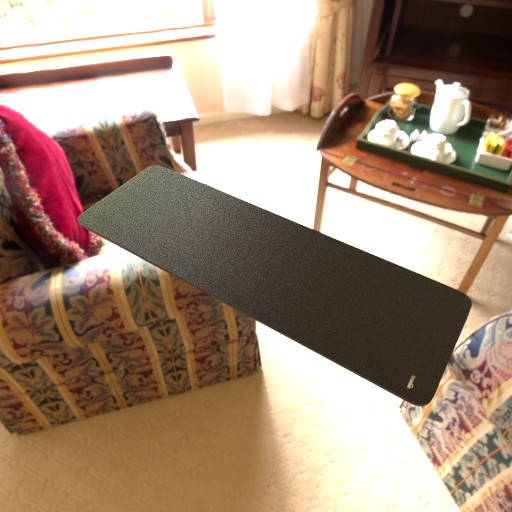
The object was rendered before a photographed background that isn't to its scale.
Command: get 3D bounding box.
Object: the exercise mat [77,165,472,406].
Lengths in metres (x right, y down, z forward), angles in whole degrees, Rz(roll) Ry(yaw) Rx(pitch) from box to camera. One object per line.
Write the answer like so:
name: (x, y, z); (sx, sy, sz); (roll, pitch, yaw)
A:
exercise mat: (0.000, 0.000, 2.102); (1.869, 0.021, 0.616); (25, 51, 23)
